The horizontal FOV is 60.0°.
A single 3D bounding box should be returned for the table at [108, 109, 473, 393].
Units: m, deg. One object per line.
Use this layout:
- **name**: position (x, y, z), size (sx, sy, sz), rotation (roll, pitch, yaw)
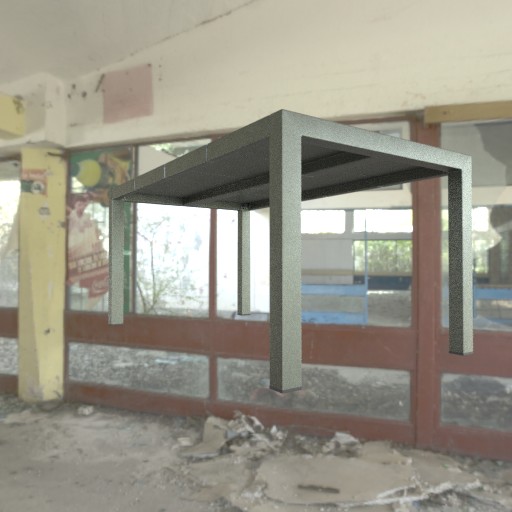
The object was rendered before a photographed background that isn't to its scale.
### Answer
- **table**: position (0.000, 0.000, 1.267), size (0.559, 0.460, 0.965), rotation (1, -1, -34)
